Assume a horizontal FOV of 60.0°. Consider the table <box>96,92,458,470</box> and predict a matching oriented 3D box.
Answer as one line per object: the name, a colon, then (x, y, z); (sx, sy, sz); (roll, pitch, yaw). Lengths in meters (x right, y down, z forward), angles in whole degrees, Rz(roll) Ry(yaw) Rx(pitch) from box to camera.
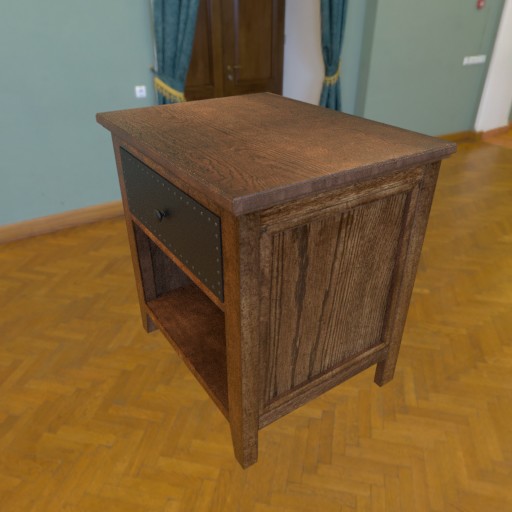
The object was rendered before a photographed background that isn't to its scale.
table: (0.000, 0.000, 1.026); (0.461, 0.597, 0.586); (-19, 35, -29)
